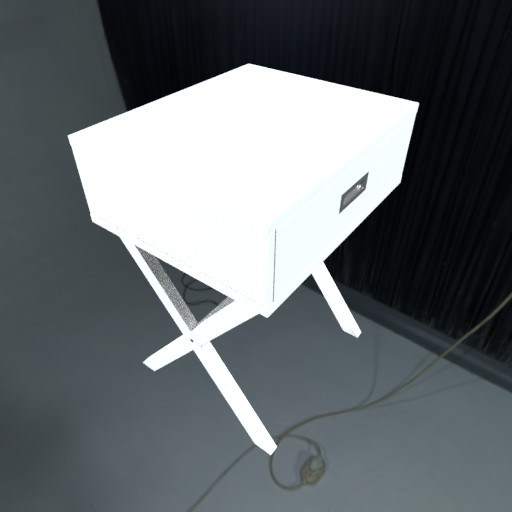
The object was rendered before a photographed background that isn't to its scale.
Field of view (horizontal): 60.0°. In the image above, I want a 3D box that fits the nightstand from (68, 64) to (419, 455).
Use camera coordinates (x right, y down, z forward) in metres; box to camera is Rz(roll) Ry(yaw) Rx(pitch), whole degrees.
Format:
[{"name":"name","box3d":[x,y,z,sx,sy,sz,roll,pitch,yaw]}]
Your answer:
[{"name":"nightstand","box3d":[0.000,0.000,0.968,0.402,0.623,0.479,26,46,28]}]
